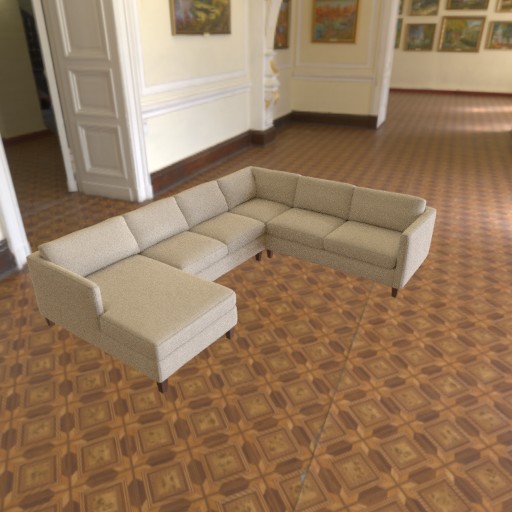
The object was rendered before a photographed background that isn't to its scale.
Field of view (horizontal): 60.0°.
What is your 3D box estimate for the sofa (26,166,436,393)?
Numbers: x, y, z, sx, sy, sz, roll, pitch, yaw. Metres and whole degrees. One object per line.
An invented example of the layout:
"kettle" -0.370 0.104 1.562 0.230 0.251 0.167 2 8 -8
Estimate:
"sofa" 0.000 0.000 4.365 2.551 0.853 3.238 18 32 31
